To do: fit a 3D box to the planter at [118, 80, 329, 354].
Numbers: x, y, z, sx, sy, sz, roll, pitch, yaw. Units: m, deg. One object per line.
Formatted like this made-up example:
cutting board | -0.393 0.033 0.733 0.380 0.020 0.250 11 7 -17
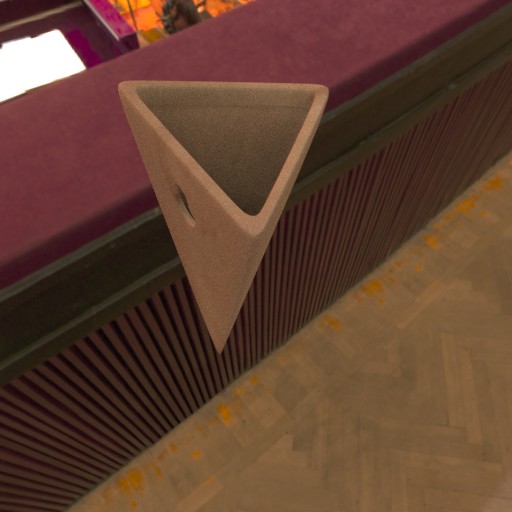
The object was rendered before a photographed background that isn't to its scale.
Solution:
planter | 0.000 0.000 0.277 0.081 0.224 0.101 -32 63 -18
